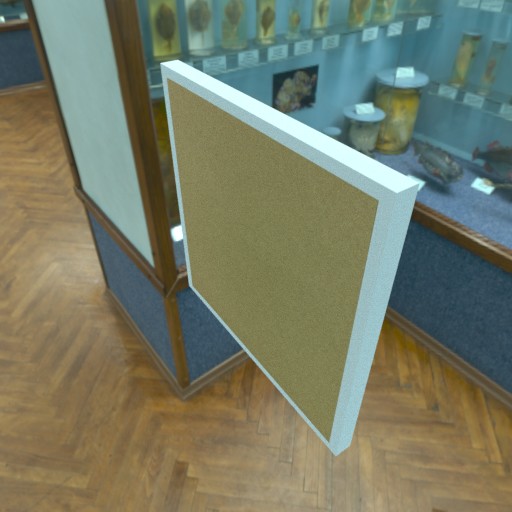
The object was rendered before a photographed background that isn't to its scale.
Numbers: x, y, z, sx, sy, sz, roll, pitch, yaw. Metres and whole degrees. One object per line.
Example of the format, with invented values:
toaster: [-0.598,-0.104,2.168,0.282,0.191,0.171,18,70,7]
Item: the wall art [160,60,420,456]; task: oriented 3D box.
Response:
wall art: [0.000,0.000,0.451,0.020,0.307,0.307,-24,45,-27]
